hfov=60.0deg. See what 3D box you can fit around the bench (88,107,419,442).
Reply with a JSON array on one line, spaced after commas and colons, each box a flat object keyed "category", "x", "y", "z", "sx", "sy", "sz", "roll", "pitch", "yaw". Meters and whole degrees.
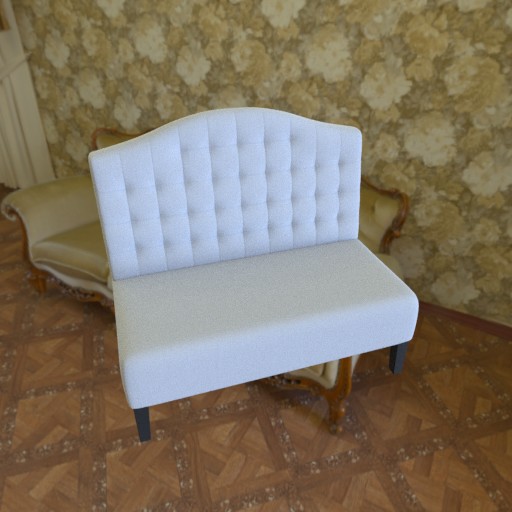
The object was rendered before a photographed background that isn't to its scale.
[{"category": "bench", "x": 0.000, "y": 0.000, "z": 2.073, "sx": 1.335, "sy": 1.180, "sz": 0.815, "roll": -10, "pitch": 33, "yaw": -15}]
